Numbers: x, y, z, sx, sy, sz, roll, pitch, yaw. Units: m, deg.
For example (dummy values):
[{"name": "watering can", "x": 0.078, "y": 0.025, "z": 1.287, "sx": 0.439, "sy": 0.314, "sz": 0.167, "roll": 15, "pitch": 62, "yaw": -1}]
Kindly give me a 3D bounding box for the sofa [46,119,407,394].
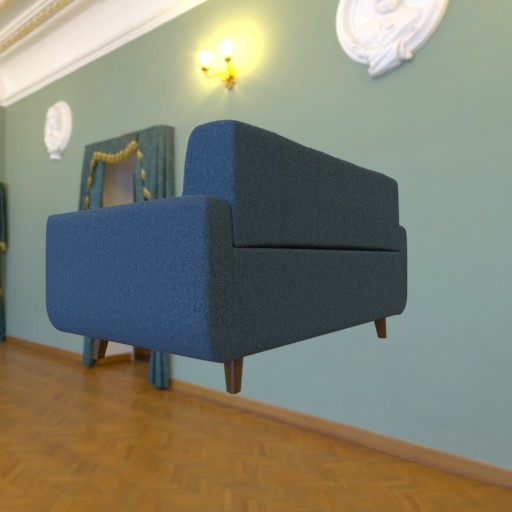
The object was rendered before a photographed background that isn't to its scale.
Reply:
[{"name": "sofa", "x": 0.000, "y": 0.000, "z": 2.186, "sx": 0.942, "sy": 0.896, "sz": 1.651, "roll": 0, "pitch": 0, "yaw": 38}]
